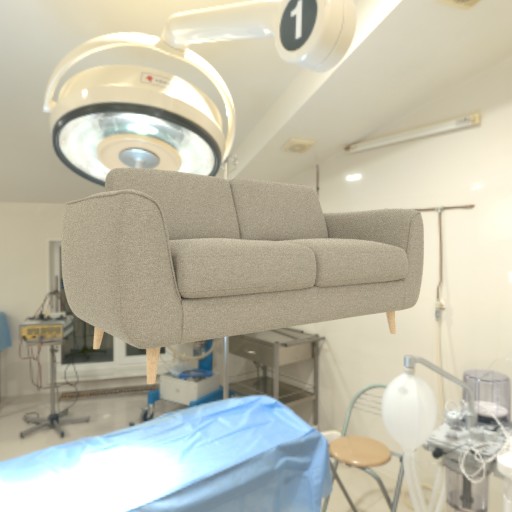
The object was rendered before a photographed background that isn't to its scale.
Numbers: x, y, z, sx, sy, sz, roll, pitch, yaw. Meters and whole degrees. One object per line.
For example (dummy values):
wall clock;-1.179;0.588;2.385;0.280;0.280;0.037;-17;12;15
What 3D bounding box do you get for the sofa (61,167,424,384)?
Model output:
sofa;0.000;0.000;2.221;1.700;0.850;0.920;-2;3;-37
